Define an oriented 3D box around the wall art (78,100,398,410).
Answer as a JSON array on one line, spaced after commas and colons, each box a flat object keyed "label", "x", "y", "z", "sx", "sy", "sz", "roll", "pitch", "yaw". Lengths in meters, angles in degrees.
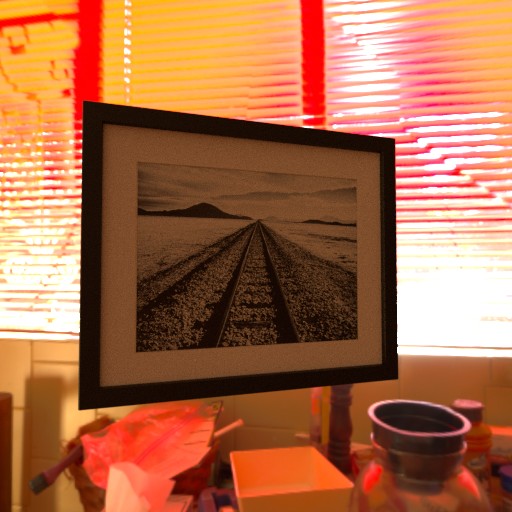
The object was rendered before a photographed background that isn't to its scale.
[{"label": "wall art", "x": 0.000, "y": 0.000, "z": 0.760, "sx": 0.559, "sy": 0.458, "sz": 0.029, "roll": 1, "pitch": -2, "yaw": -20}]
